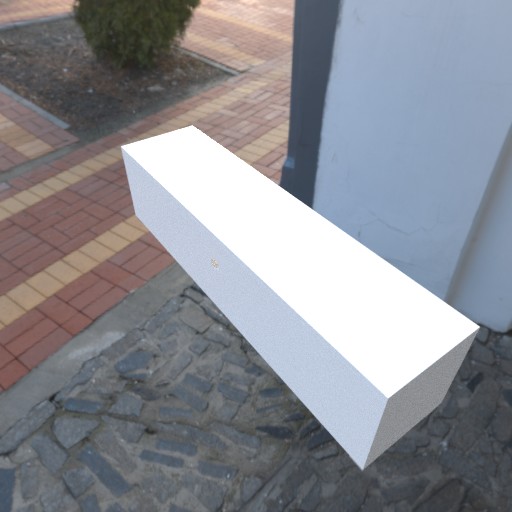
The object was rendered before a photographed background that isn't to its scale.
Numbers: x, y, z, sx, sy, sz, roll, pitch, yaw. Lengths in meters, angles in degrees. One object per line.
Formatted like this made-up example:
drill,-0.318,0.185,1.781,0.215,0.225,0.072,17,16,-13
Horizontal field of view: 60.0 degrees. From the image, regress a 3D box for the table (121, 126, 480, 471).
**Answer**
table,0.000,0.000,1.824,0.390,0.420,1.650,-25,47,-26
